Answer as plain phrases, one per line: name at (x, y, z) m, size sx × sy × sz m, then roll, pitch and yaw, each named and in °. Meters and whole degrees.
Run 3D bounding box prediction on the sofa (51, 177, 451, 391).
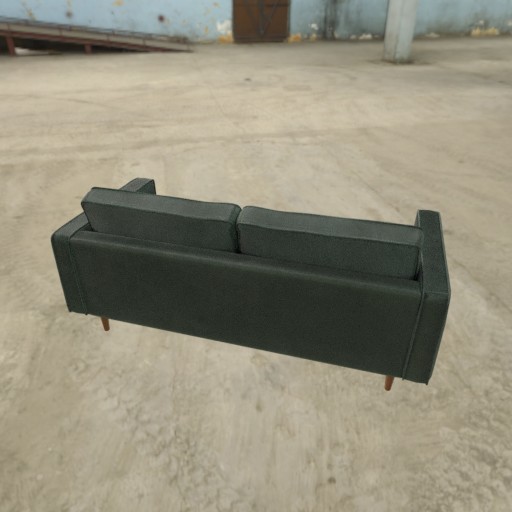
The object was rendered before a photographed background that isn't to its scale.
sofa at (0.000, 0.000, 2.328) m, size 1.816 × 0.781 × 0.886 m, roll 9°, pitch 32°, yaw 14°
